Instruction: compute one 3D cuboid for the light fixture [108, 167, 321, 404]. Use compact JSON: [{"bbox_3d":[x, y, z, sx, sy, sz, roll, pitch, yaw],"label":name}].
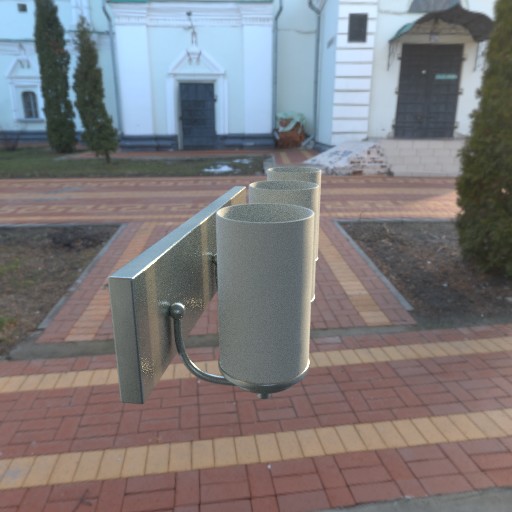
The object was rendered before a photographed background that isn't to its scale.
[{"bbox_3d":[0.000,0.000,0.534,0.145,0.172,0.451,3,17,9],"label":"light fixture"}]
